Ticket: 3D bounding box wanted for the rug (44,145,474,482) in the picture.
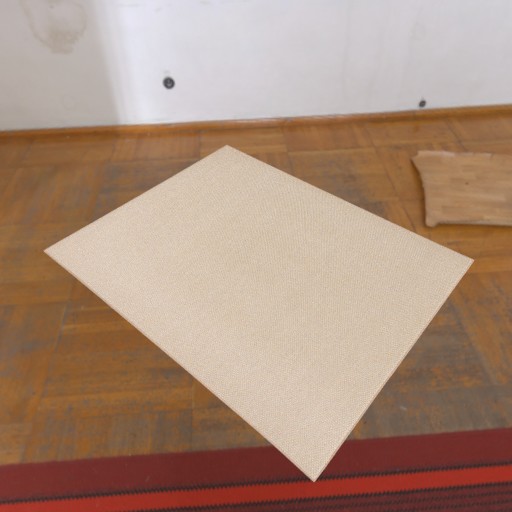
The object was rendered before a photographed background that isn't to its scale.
[{"bbox_3d":[0.000,0.000,4.008,3.039,0.018,2.462,31,52,28],"label":"rug"}]
